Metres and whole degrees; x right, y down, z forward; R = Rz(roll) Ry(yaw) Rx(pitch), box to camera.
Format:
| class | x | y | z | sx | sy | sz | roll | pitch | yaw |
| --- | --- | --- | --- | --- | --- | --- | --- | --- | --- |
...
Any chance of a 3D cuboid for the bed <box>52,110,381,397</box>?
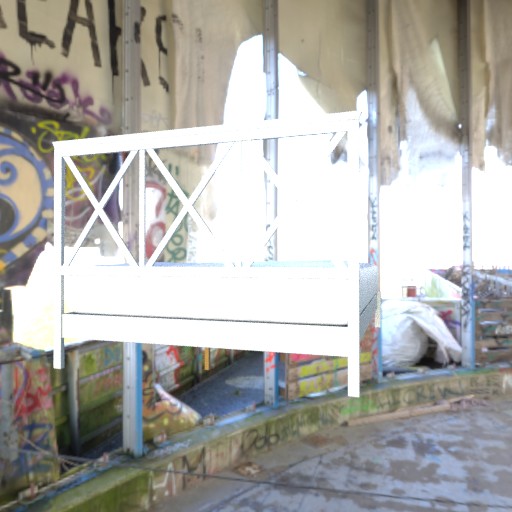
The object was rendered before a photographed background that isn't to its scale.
| class | x | y | z | sx | sy | sz | roll | pitch | yaw |
| --- | --- | --- | --- | --- | --- | --- | --- | --- | --- |
| bed | 0.000 | 0.000 | 3.202 | 1.673 | 1.253 | 2.135 | 0 | 0 | 18 |
